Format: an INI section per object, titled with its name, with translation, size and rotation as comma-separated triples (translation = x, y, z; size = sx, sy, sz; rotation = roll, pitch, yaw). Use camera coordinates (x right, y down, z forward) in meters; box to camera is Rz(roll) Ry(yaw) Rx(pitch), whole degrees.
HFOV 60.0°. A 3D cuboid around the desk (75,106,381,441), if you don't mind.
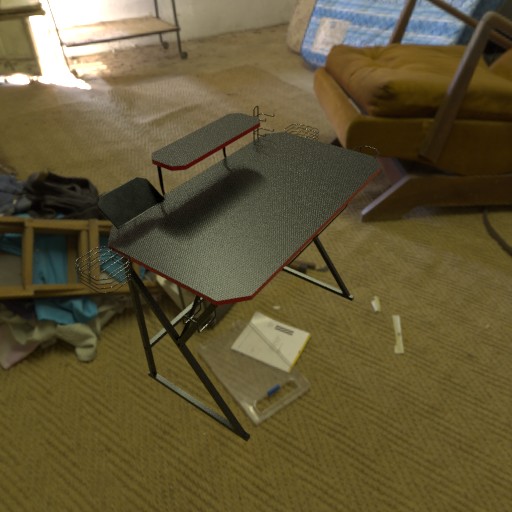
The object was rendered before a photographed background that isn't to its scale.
[desk]
translation = 0.000, 0.000, 1.785
size = 0.588, 0.913, 1.280
rotation = 24, 45, 26
